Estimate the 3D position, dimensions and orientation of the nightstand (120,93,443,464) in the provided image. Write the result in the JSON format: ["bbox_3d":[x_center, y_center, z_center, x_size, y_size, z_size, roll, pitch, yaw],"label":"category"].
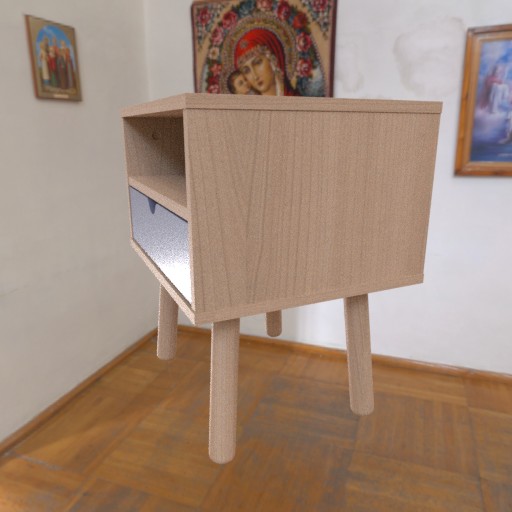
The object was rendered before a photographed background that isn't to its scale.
[{"bbox_3d":[0.000,0.000,0.825,0.380,0.530,0.450,-7,18,-24],"label":"nightstand"}]
